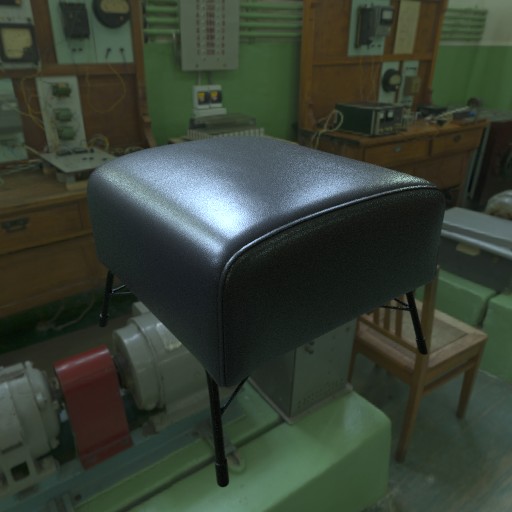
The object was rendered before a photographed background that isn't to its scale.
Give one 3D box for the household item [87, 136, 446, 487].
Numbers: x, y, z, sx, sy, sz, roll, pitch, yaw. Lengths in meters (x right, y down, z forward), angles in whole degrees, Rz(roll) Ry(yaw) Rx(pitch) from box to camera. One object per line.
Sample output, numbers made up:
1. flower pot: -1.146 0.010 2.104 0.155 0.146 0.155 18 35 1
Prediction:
1. household item: 0.000 0.000 0.902 0.530 0.410 0.530 -19 32 -33
